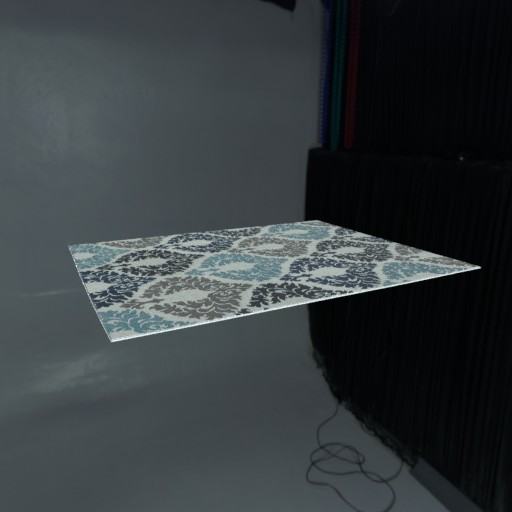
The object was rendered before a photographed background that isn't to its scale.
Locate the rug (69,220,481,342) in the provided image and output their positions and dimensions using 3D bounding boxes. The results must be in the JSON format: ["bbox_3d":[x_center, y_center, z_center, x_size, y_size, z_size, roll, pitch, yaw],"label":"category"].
[{"bbox_3d":[0.000,0.000,4.105,3.040,0.014,2.423,-8,17,-26],"label":"rug"}]
